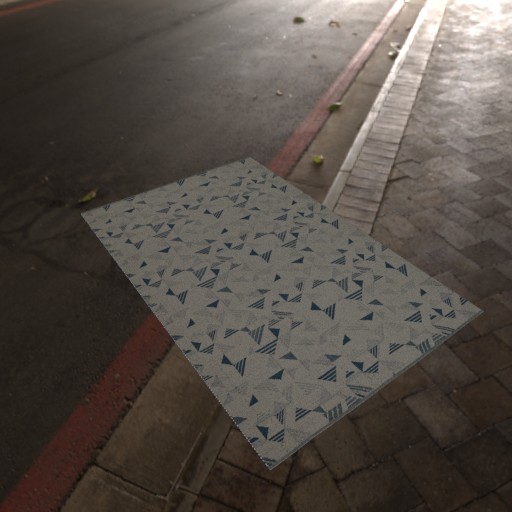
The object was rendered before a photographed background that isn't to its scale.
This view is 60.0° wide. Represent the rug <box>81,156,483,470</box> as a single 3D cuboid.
[{"bbox_3d":[0.000,0.000,2.290,1.206,0.003,1.835,-25,46,-27],"label":"rug"}]
